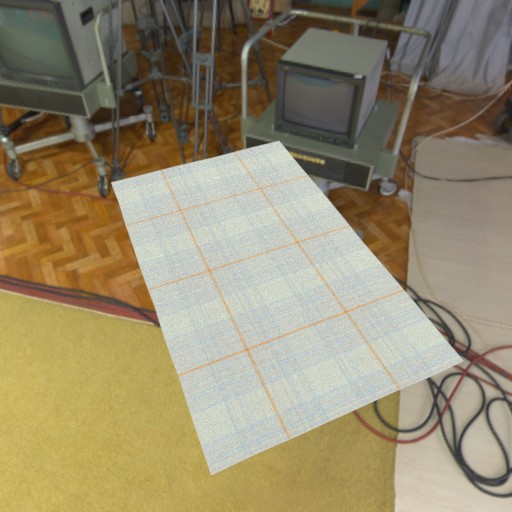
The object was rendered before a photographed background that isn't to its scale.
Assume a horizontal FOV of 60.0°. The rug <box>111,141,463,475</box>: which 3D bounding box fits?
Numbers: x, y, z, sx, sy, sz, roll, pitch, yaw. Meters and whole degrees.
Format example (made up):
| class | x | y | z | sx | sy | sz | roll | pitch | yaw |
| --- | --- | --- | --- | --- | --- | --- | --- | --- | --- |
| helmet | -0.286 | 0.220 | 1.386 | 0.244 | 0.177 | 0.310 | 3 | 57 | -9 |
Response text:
| class | x | y | z | sx | sy | sz | roll | pitch | yaw |
| --- | --- | --- | --- | --- | --- | --- | --- | --- | --- |
| rug | 0.000 | 0.000 | 3.081 | 1.527 | 0.016 | 2.442 | -18 | 50 | -16 |
